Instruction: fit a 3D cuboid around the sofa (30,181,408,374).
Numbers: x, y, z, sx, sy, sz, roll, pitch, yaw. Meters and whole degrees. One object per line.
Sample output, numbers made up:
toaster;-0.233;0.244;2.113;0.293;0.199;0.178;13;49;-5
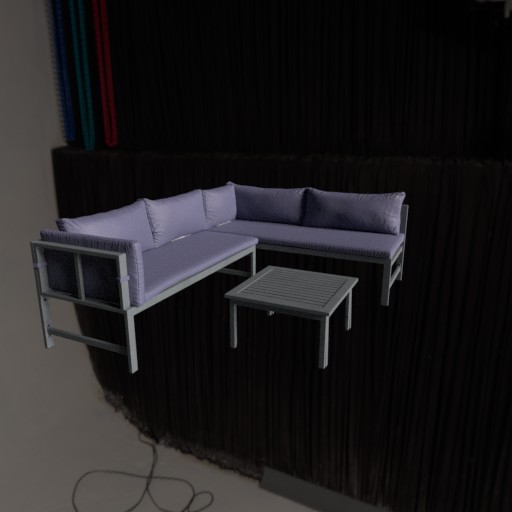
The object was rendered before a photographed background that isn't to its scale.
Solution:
sofa;0.000;0.000;3.009;1.658;0.762;2.149;8;18;25
